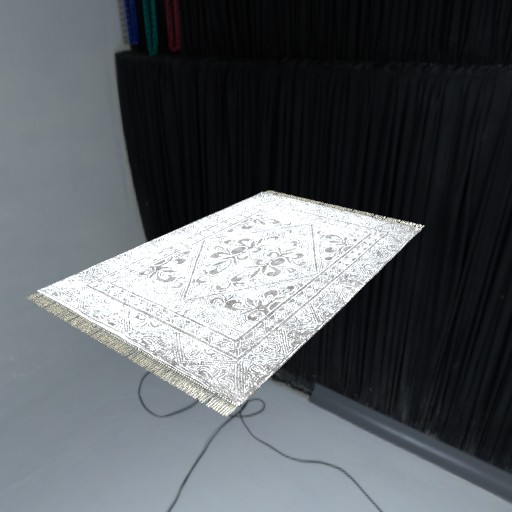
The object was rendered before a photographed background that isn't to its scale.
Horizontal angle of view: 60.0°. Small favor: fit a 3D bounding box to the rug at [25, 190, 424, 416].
[{"bbox_3d":[0.000,0.000,3.026,1.529,0.010,2.440,18,32,32],"label":"rug"}]
